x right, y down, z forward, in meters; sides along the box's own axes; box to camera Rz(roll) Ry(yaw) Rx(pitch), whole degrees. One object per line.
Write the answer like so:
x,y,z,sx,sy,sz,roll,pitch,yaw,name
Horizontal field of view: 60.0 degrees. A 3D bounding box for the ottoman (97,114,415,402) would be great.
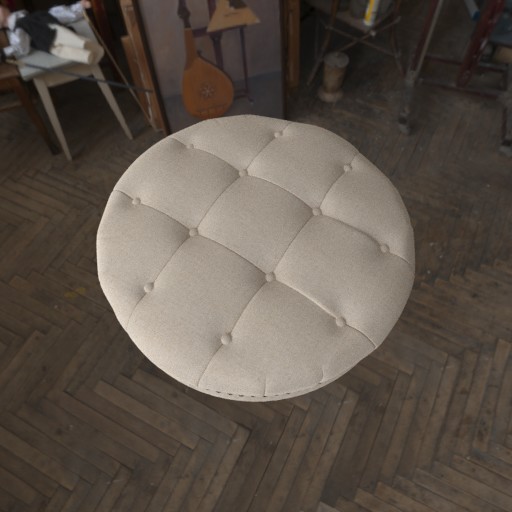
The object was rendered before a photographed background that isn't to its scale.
0.000,0.000,1.451,0.940,0.483,0.940,0,62,0,ottoman
